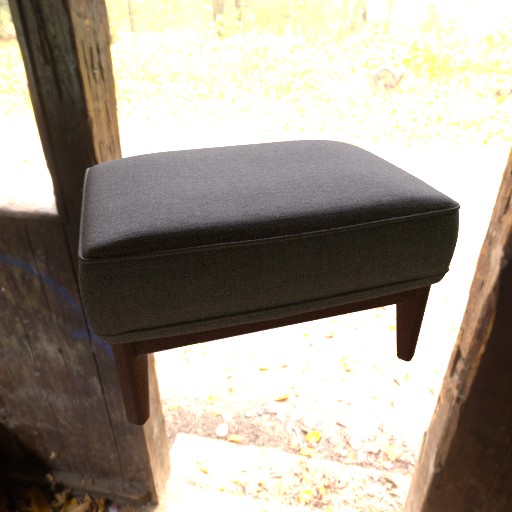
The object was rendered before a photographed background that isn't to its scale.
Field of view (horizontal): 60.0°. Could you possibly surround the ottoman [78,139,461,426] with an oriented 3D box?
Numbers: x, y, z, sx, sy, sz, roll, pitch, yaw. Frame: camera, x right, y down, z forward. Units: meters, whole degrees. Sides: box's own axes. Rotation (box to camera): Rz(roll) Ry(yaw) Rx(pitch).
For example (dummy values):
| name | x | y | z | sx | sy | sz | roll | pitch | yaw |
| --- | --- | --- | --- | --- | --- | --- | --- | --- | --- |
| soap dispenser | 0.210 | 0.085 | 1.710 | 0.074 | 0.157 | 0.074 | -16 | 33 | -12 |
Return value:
| name | x | y | z | sx | sy | sz | roll | pitch | yaw |
| --- | --- | --- | --- | --- | --- | --- | --- | --- | --- |
| ottoman | 0.000 | 0.000 | 1.076 | 0.750 | 0.458 | 0.555 | -9 | 31 | -15 |
